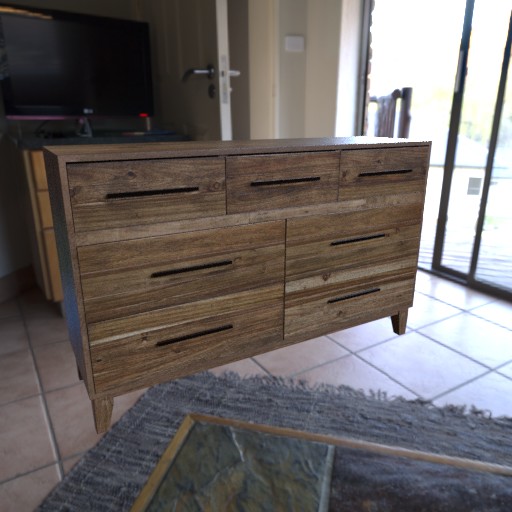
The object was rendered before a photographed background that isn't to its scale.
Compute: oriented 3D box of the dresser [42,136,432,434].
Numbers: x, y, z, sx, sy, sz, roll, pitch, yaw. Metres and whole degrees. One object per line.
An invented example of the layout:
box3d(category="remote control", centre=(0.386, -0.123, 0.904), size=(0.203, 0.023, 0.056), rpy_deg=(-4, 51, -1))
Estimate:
box3d(category="dresser", centre=(0.000, 0.000, 1.765), size=(1.400, 0.873, 0.446), rpy_deg=(-10, 20, -28))
